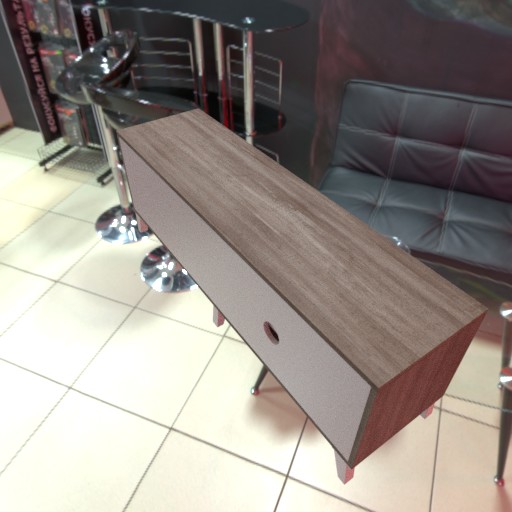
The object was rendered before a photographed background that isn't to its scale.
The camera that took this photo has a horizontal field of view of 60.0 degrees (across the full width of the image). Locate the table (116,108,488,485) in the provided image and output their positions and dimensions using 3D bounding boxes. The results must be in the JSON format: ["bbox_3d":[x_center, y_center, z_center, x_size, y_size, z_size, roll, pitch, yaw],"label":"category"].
[{"bbox_3d":[0.000,0.000,1.679,0.400,0.530,1.500,-25,47,-25],"label":"table"}]
